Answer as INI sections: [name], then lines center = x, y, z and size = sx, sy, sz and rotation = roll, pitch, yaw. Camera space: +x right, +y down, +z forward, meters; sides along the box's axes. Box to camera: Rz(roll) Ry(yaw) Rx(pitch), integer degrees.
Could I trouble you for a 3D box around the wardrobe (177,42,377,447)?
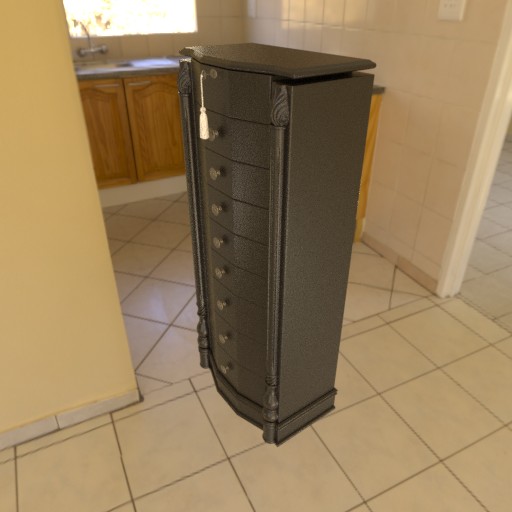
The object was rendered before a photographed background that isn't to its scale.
[wardrobe]
center = 0.000, 0.000, 1.212
size = 0.295, 1.011, 0.444
rotation = -21, 37, -30
